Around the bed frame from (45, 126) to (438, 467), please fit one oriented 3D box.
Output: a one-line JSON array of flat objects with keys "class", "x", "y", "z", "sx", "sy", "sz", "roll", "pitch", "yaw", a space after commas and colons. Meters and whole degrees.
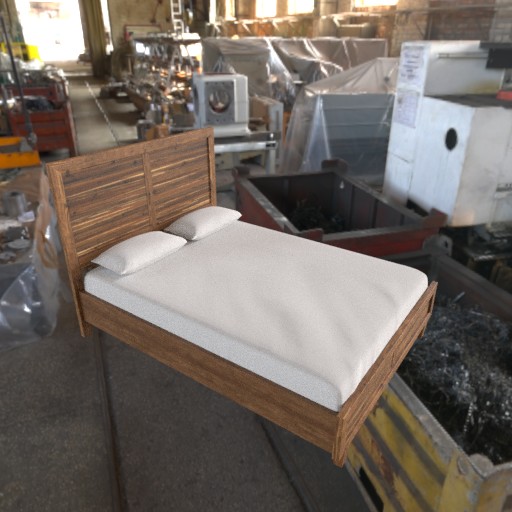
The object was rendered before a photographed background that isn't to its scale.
[{"class": "bed frame", "x": 0.000, "y": 0.000, "z": 3.321, "sx": 2.276, "sy": 1.417, "sz": 1.696, "roll": 17, "pitch": 31, "yaw": 31}]
